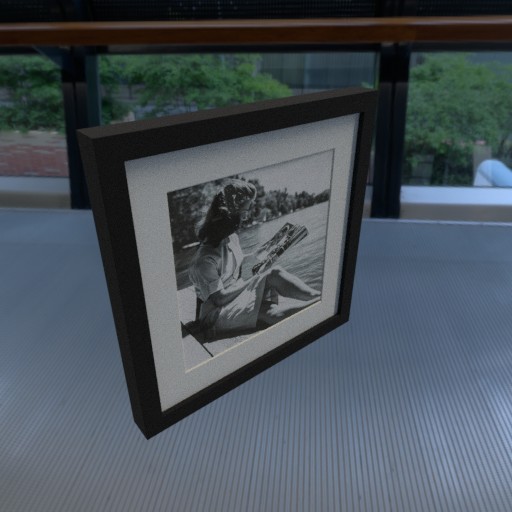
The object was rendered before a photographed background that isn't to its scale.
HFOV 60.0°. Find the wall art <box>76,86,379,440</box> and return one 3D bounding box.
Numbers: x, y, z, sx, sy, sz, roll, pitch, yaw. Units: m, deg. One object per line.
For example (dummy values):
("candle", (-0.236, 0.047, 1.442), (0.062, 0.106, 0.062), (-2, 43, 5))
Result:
("wall art", (0.000, 0.000, 0.467), (0.308, 0.305, 0.030), (-22, 36, -33))
